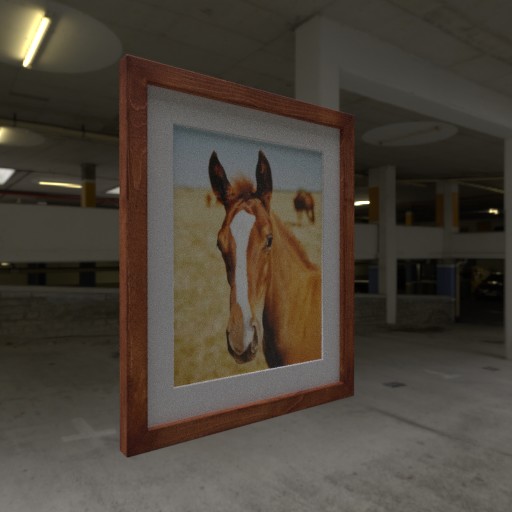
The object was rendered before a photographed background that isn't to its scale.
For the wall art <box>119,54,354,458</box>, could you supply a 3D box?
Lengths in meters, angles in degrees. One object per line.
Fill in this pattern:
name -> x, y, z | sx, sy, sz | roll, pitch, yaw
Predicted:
wall art -> 0.000, 0.000, 0.758 | 0.462, 0.558, 0.030 | 0, 0, -36
